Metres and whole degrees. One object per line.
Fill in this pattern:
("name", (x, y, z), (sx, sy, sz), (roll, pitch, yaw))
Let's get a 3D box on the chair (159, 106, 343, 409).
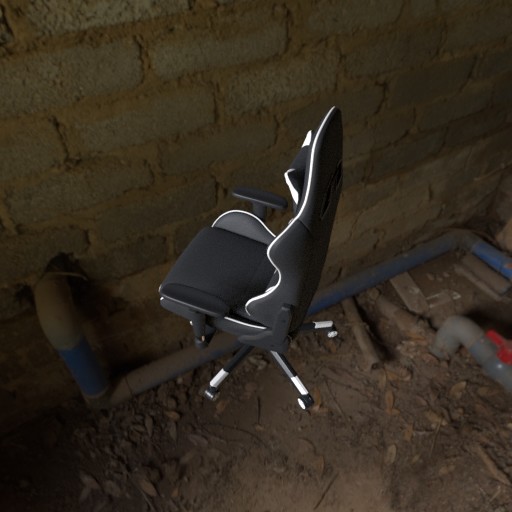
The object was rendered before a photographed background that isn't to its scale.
("chair", (0.000, 0.000, 1.684), (0.700, 1.240, 0.700), (17, 49, 15))
